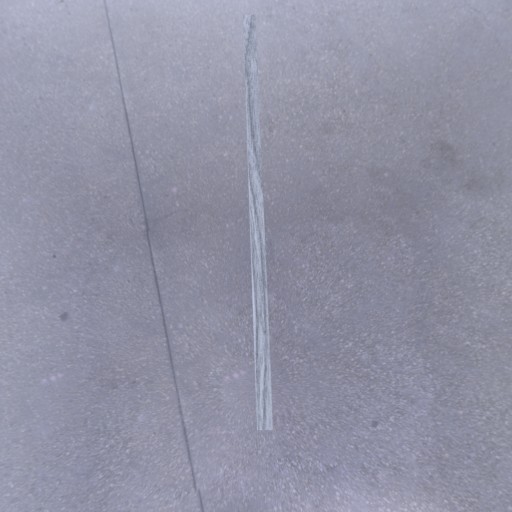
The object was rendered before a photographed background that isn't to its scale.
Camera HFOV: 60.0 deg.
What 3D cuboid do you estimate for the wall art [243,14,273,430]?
[{"bbox_3d":[0.000,0.000,0.750,0.016,0.507,0.508,-2,74,-1],"label":"wall art"}]
